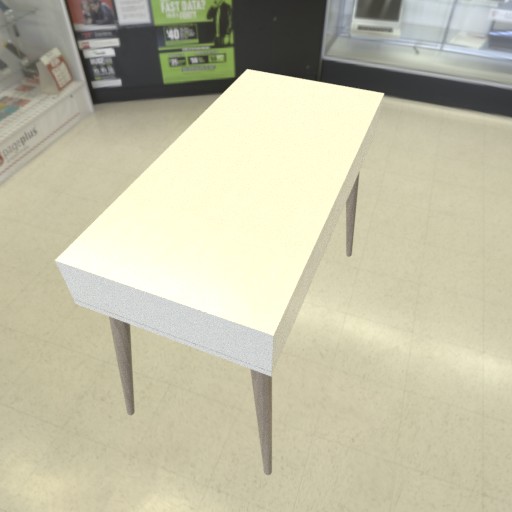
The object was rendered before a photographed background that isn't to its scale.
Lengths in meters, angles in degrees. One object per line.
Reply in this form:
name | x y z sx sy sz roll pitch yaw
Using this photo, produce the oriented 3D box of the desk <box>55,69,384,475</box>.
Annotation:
desk | 0.000 0.000 1.402 0.491 0.723 0.979 17 48 15
